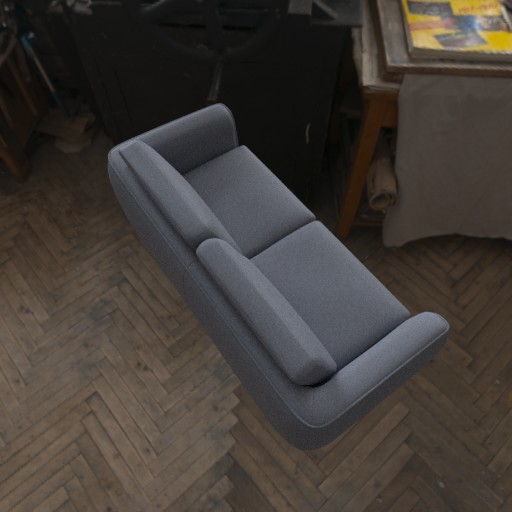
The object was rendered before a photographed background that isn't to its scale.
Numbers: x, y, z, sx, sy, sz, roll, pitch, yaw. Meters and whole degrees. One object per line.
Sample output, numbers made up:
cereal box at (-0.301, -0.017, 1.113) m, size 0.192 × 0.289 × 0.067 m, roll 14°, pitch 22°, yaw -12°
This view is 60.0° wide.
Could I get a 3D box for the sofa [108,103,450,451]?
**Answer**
sofa at (0.000, 0.000, 2.558) m, size 0.920 × 0.870 × 2.000 m, roll -31°, pitch 62°, yaw -18°
